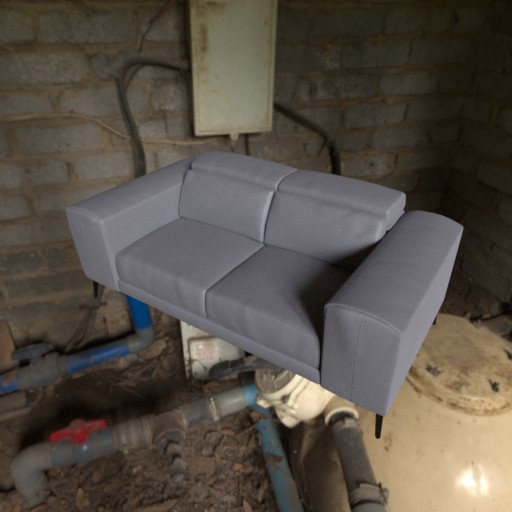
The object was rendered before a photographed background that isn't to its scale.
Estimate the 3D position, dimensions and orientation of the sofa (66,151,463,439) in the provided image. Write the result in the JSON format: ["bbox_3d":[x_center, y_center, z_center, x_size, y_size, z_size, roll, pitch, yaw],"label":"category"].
[{"bbox_3d":[0.000,0.000,2.444,1.895,0.779,1.003,19,36,28],"label":"sofa"}]
